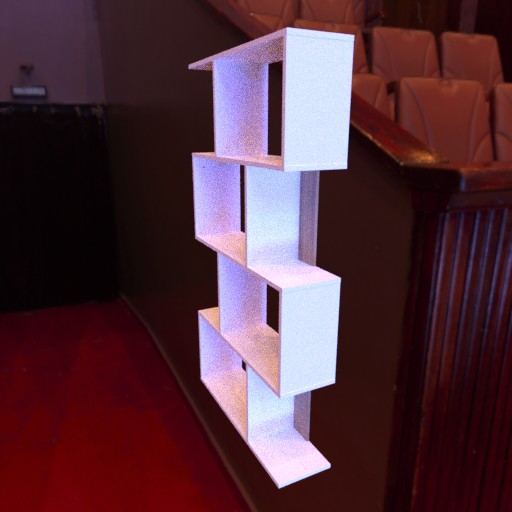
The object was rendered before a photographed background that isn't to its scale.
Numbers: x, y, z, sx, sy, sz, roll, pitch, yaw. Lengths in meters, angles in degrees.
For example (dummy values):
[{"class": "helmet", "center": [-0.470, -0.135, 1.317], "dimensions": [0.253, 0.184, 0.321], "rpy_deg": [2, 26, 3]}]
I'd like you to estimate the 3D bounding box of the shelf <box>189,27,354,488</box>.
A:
[{"class": "shelf", "center": [0.000, 0.000, 1.959], "dimensions": [0.250, 1.650, 0.890], "rpy_deg": [-8, 18, -26]}]
